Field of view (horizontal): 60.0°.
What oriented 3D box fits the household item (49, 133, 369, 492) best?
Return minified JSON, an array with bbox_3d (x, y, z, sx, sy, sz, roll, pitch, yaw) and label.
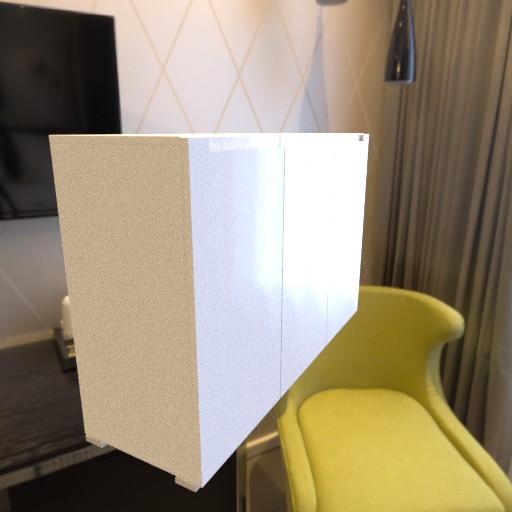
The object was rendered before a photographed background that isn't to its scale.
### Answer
[{"bbox_3d":[0.000,0.000,1.635,0.420,0.867,1.300,9,18,28],"label":"household item"}]
